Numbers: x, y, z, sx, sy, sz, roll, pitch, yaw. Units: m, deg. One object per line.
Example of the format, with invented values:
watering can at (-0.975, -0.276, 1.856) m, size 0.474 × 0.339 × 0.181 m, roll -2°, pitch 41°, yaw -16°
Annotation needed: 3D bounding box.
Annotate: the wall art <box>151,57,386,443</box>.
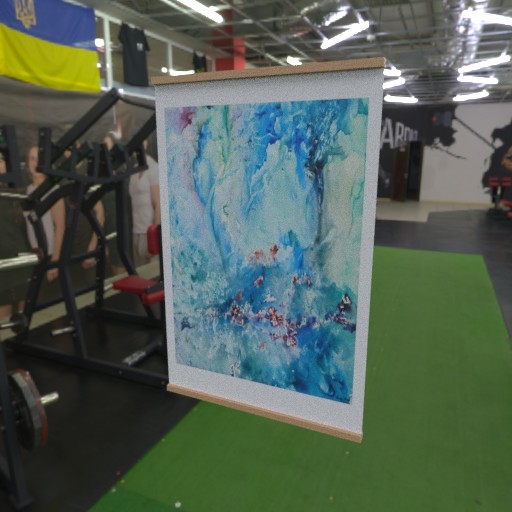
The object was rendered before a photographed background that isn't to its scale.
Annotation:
wall art at (0.000, 0.000, 0.647) m, size 0.335 × 0.510 × 0.013 m, roll 6°, pitch 15°, yaw 25°
